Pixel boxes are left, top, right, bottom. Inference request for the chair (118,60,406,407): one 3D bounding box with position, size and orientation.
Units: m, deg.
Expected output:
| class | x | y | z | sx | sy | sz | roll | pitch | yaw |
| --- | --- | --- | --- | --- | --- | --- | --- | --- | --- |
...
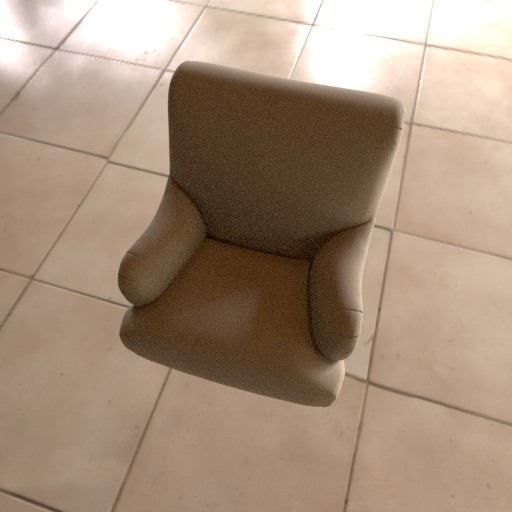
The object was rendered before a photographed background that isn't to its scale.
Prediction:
| class | x | y | z | sx | sy | sz | roll | pitch | yaw |
| --- | --- | --- | --- | --- | --- | --- | --- | --- | --- |
| chair | 0.000 | 0.000 | 1.551 | 0.766 | 0.942 | 0.842 | 14 | 60 | 8 |
